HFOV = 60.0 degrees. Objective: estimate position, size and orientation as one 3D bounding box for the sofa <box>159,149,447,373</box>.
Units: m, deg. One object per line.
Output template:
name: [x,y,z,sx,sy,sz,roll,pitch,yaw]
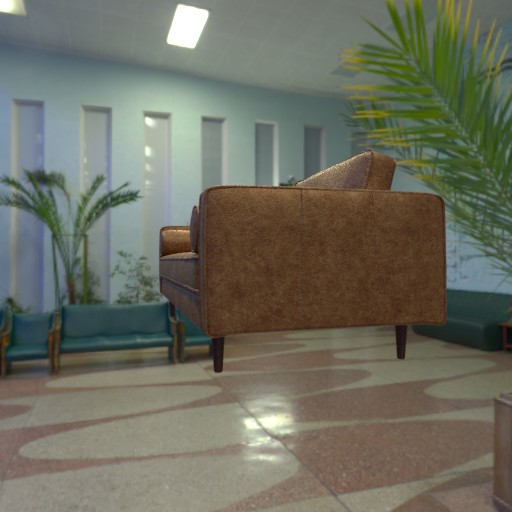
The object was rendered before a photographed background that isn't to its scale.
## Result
sofa: [0.000,0.000,2.407,0.924,0.825,1.920,0,-1,-16]
